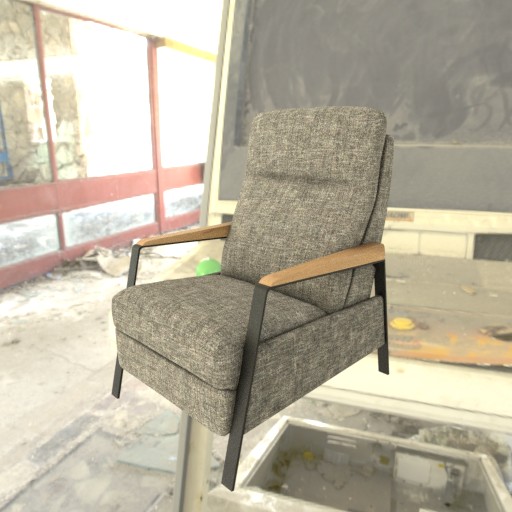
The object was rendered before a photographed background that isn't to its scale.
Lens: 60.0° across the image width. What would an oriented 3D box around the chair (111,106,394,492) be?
[{"bbox_3d":[0.000,0.000,1.599,0.671,1.042,0.868,15,21,43],"label":"chair"}]
